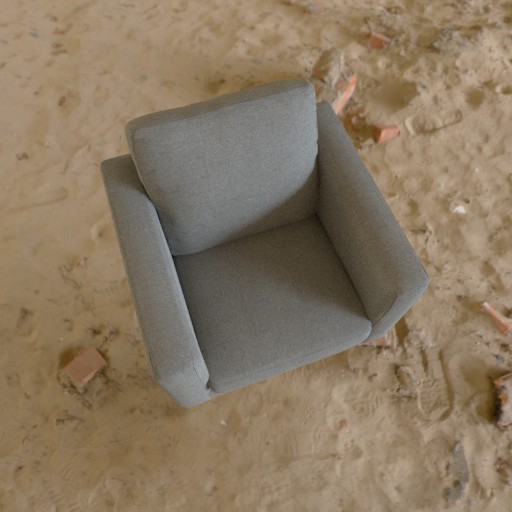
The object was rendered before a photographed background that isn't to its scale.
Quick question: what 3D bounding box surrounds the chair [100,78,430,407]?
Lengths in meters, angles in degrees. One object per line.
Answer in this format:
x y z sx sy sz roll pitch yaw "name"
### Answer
0.000 0.000 1.592 0.855 0.927 0.800 -18 65 -9 "chair"
